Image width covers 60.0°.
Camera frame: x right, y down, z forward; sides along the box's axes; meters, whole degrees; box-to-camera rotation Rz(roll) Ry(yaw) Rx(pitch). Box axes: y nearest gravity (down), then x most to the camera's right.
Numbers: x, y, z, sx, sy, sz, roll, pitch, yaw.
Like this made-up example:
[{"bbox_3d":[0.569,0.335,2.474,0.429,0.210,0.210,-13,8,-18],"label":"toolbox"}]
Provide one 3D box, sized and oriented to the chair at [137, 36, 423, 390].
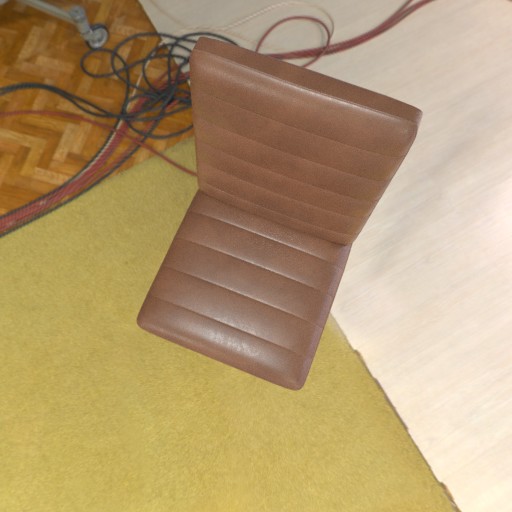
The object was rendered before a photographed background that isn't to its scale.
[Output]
[{"bbox_3d":[0.000,0.000,1.295,0.520,0.930,0.634,21,76,5],"label":"chair"}]
